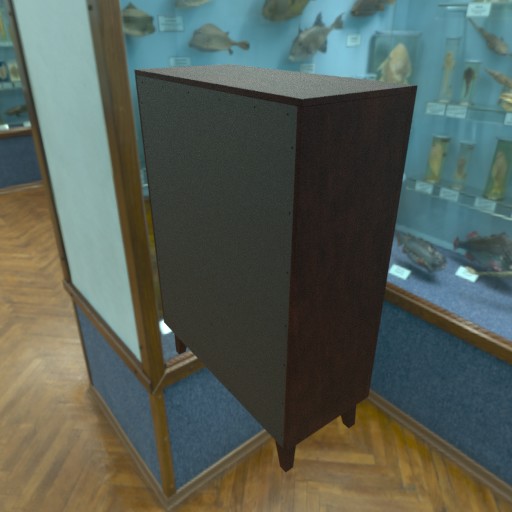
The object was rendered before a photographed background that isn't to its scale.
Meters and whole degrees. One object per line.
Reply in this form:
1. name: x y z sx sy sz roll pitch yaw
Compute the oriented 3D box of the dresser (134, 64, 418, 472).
1. dresser: 0.000 0.000 2.004 0.506 1.514 1.072 -19 33 -32
